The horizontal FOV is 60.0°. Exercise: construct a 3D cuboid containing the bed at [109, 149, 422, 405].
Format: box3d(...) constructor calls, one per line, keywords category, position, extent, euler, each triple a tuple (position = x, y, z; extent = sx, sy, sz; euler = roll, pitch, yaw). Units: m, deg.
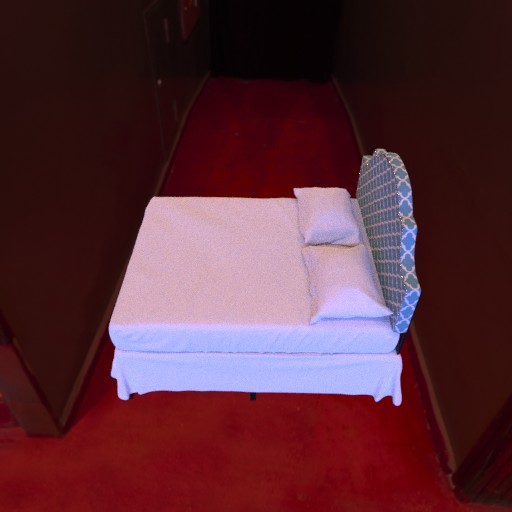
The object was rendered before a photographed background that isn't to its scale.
box3d(category="bed", position=(0.000, 0.000, 3.473), extent=(2.222, 1.633, 1.780), euler=(1, 42, 1))
